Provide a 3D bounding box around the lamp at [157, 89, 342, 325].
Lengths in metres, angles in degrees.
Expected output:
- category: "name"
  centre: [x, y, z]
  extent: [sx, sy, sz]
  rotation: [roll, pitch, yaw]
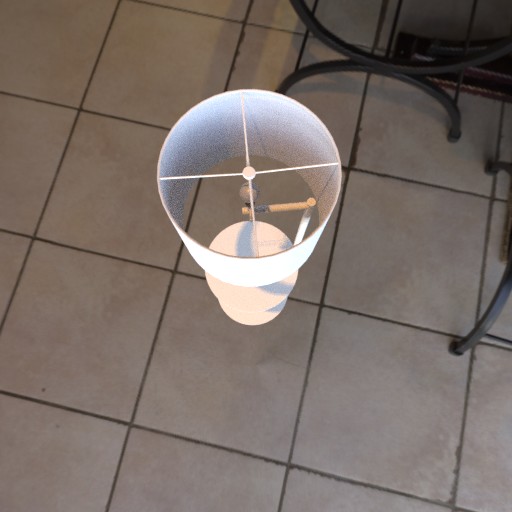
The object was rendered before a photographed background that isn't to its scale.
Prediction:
- category: "lamp"
  centre: [0.000, 0.000, 1.605]
  extent: [0.405, 1.465, 0.372]
  rotation: [-5, 76, -1]
